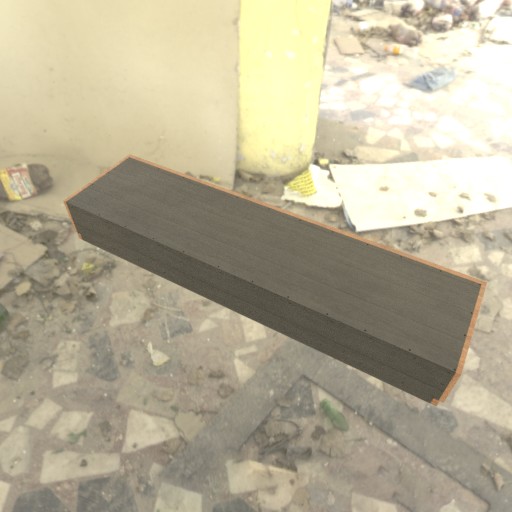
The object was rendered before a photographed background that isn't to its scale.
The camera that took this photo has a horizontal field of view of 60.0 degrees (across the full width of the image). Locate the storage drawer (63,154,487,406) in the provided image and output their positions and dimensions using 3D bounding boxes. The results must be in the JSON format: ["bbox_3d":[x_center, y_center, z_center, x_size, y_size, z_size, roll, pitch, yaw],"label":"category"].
[{"bbox_3d":[0.000,0.000,2.225,2.032,0.264,0.538,22,49,21],"label":"storage drawer"}]
